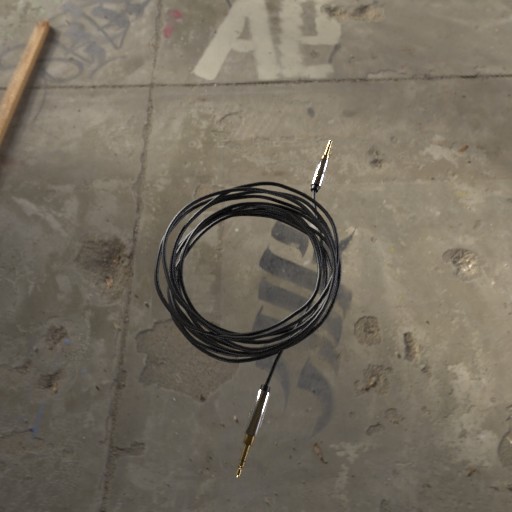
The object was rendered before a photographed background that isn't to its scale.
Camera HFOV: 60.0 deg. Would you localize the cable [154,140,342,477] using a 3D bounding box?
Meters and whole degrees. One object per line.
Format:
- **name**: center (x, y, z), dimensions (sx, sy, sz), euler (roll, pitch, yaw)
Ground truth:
- **cable**: center (0.000, 0.000, 0.497), dimensions (0.198, 0.069, 0.432), euler (16, 63, 8)
